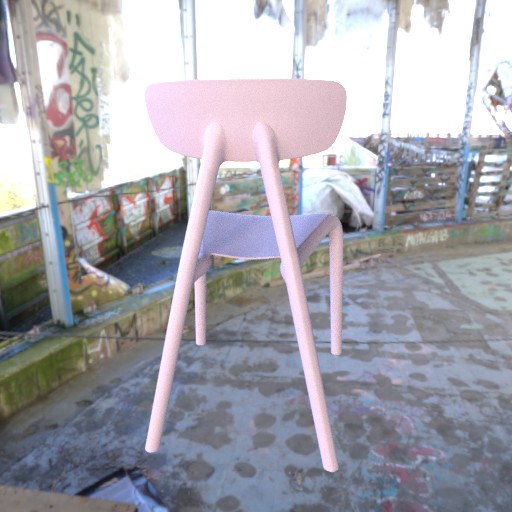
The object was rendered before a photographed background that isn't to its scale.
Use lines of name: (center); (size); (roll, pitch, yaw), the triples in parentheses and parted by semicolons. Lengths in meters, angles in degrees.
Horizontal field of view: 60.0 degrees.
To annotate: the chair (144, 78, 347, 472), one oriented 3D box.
chair: (0.000, 0.000, 0.822); (0.356, 0.580, 0.401); (2, 16, 8)
